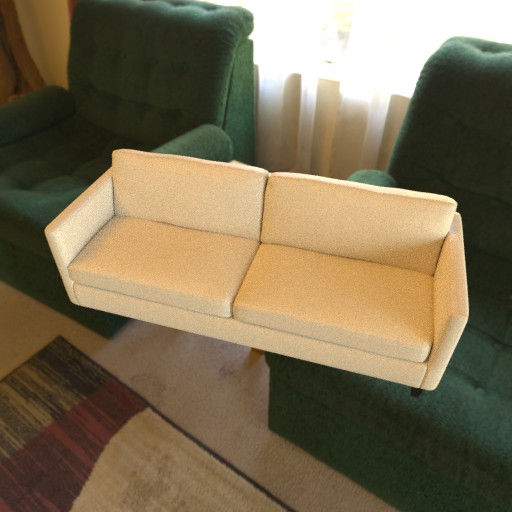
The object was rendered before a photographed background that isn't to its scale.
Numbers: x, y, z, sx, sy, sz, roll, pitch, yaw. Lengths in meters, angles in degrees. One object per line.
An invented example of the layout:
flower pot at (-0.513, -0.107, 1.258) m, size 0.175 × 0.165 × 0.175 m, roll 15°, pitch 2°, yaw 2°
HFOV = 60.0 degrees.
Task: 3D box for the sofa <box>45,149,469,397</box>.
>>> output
sofa at (0.000, 0.000, 2.892) m, size 2.434 × 0.965 × 0.948 m, roll 11°, pitch 42°, yaw 13°
